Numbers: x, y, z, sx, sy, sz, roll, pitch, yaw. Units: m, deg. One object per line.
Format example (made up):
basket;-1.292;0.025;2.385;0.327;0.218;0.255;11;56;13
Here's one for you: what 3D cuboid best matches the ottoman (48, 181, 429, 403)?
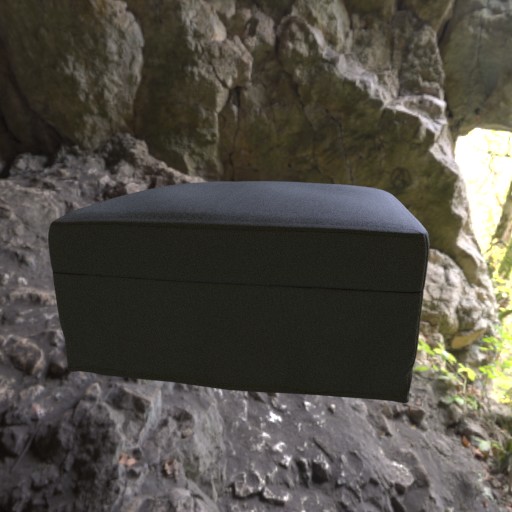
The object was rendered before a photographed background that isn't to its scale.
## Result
ottoman;0.000;0.000;1.346;0.843;0.441;0.842;3;15;10
